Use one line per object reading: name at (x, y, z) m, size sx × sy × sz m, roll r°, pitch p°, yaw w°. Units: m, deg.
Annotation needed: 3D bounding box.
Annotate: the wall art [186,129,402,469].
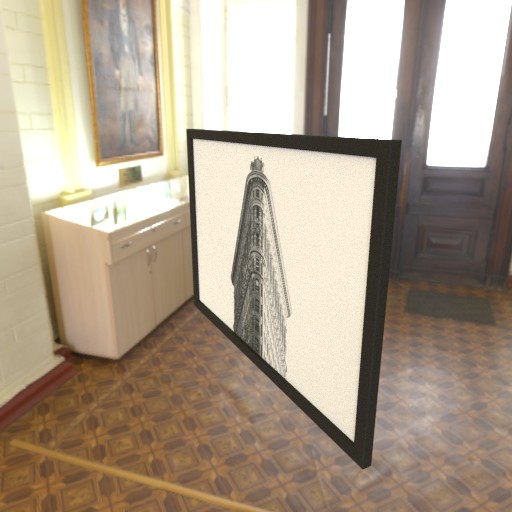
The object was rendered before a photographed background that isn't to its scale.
wall art at (0.000, 0.000, 1.228) m, size 0.049 × 0.659 × 0.964 m, roll -9°, pitch 19°, yaw -26°
